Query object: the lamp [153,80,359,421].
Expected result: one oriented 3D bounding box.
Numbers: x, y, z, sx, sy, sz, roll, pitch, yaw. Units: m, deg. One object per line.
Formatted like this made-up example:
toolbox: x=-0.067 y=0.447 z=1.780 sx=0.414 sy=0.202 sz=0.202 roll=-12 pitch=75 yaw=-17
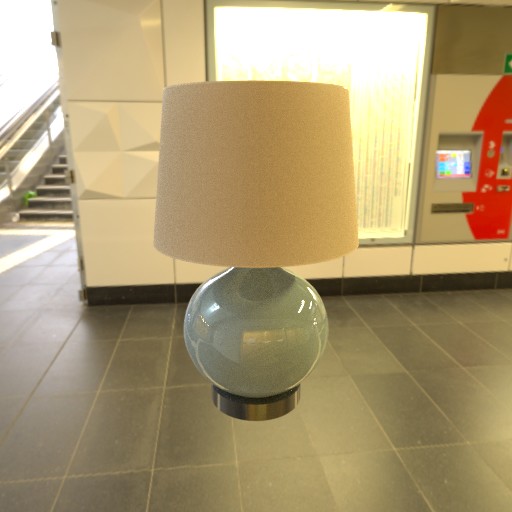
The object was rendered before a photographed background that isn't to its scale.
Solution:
lamp: x=0.000 y=0.000 z=0.550 sx=0.247 sy=0.387 sz=0.247 roll=0 pitch=15 yaw=0
